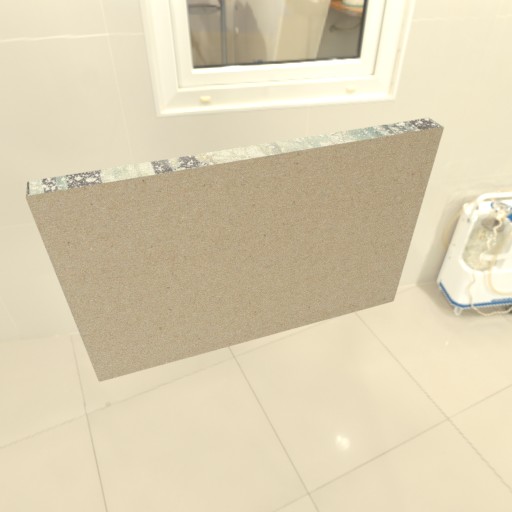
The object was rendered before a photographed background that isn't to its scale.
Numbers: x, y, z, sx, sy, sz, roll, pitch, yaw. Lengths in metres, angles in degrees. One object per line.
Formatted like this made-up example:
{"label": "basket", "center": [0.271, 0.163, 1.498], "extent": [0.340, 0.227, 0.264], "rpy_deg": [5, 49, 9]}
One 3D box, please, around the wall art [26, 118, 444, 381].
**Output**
{"label": "wall art", "center": [0.000, 0.000, 0.768], "extent": [0.618, 0.398, 0.042], "rpy_deg": [-12, 42, -14]}
